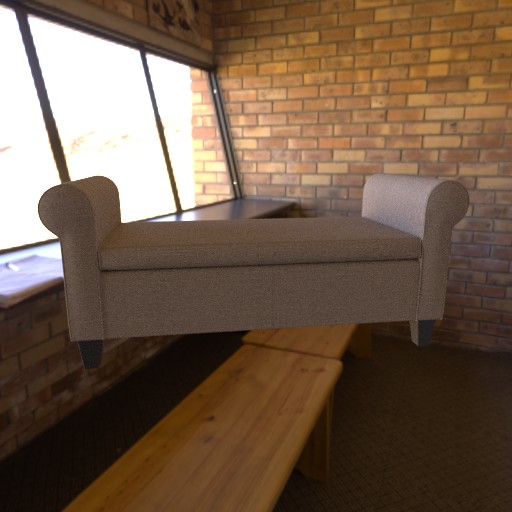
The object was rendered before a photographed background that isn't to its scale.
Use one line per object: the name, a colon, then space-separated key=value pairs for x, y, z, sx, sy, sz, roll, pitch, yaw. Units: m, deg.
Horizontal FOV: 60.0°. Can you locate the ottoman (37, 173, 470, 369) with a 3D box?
ottoman: x=0.000 y=0.000 z=1.559 sx=1.256 sy=0.547 sz=0.521 roll=-2 pitch=13 yaw=-9
